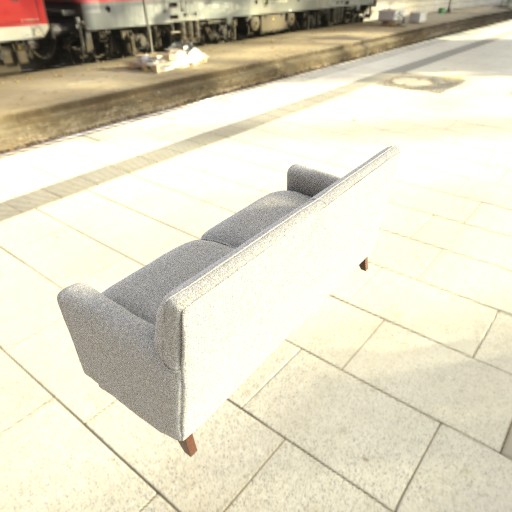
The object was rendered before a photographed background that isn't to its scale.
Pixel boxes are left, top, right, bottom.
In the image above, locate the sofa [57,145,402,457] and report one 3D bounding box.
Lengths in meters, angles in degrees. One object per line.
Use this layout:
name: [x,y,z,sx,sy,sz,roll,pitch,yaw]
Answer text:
sofa: [0.000,0.000,2.560,0.854,0.942,2.026,22,38,30]
